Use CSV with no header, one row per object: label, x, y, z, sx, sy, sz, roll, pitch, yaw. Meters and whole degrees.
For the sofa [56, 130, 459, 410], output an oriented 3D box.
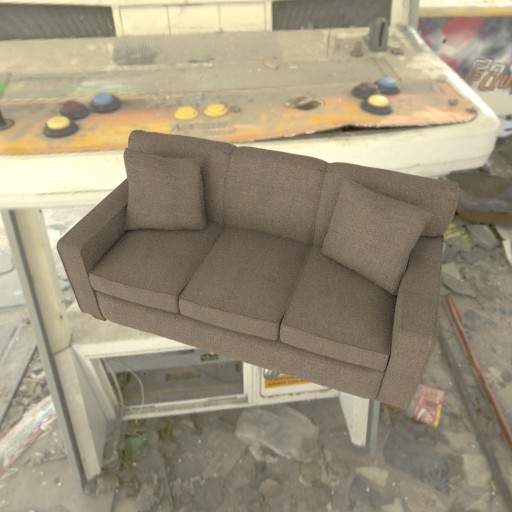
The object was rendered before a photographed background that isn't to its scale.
sofa,0.000,0.000,2.598,2.024,0.958,0.997,13,43,15
